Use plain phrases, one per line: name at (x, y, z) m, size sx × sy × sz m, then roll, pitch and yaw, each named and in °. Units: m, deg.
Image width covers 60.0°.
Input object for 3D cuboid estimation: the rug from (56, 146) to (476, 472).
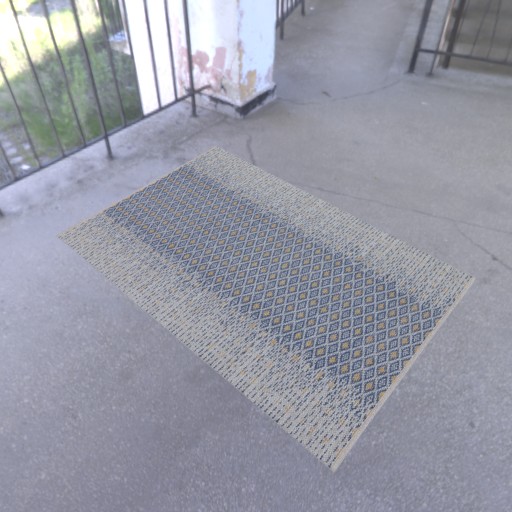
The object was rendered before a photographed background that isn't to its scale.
rug at (0.000, 0.000, 2.298) m, size 1.828 × 0.005 × 1.219 m, roll 33°, pitch 54°, yaw 28°
